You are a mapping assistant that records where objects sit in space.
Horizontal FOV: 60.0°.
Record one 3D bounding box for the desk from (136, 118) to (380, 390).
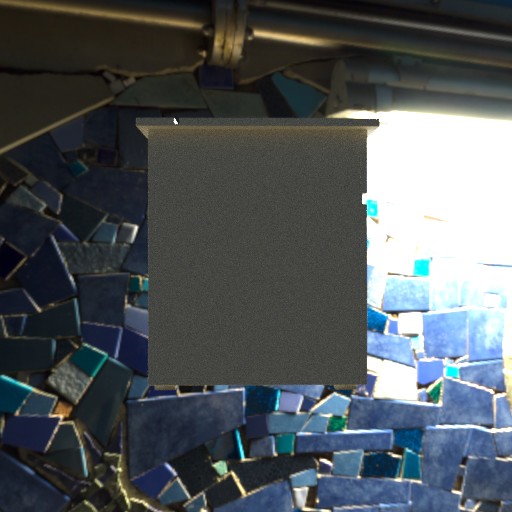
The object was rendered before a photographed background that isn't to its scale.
[{"bbox_3d":[0.000,0.000,2.007,0.670,0.760,1.580,0,0,0],"label":"desk"}]
